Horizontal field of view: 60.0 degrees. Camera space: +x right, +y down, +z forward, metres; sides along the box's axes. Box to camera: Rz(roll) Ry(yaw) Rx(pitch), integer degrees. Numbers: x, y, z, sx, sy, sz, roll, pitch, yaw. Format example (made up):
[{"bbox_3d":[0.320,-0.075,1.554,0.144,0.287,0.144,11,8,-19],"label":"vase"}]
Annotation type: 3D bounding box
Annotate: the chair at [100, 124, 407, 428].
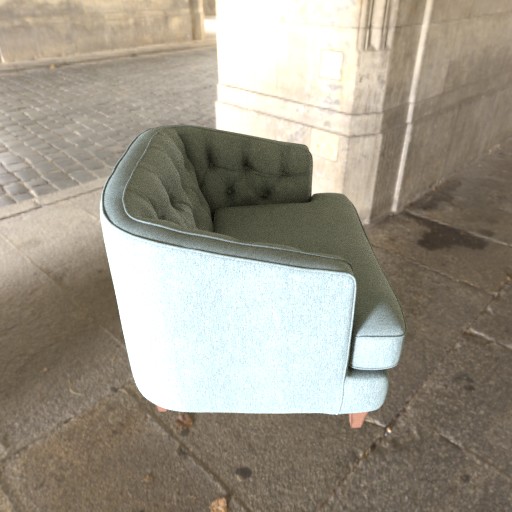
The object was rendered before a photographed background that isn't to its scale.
[{"bbox_3d":[0.000,0.000,1.771,0.945,0.852,1.094,-1,33,-1],"label":"chair"}]
